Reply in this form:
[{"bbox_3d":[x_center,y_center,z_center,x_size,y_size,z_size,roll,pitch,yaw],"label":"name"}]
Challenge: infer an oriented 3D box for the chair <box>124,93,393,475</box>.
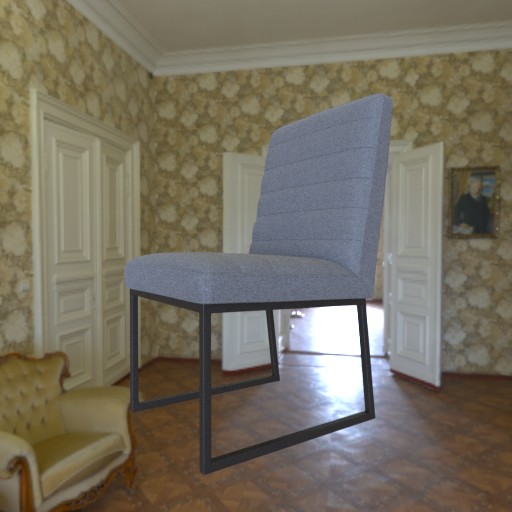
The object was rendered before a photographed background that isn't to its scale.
[{"bbox_3d":[0.000,0.000,1.303,0.634,0.930,0.520,-1,1,-35],"label":"chair"}]
